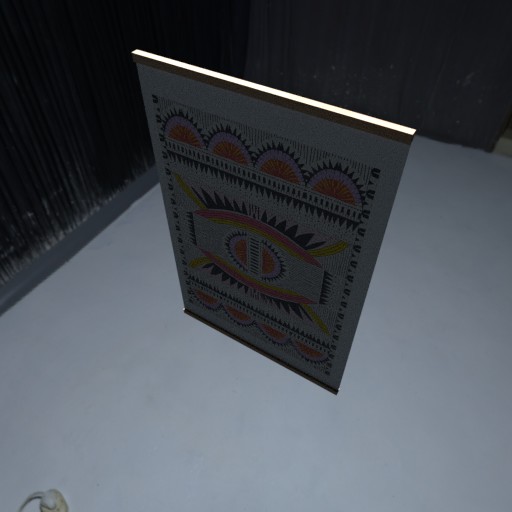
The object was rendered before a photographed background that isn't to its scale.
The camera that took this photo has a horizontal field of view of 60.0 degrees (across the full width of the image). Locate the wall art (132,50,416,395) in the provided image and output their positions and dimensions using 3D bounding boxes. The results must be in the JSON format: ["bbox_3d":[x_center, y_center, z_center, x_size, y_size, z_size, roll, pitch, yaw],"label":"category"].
[{"bbox_3d":[0.000,0.000,1.928,0.999,1.533,0.028,24,52,21],"label":"wall art"}]
